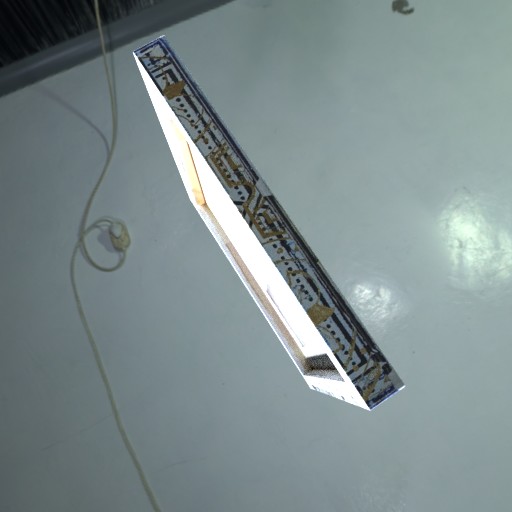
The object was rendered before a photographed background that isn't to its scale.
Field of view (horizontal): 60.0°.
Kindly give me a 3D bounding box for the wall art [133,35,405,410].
[{"bbox_3d":[0.000,0.000,0.609,0.038,0.410,0.411,-32,78,-8],"label":"wall art"}]
